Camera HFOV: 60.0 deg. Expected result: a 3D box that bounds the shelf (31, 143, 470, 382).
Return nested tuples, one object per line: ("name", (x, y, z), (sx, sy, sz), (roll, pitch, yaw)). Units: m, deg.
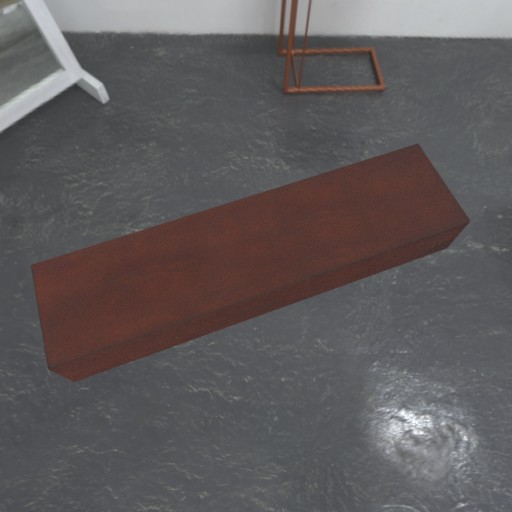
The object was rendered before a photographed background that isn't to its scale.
("shelf", (0.000, 0.000, 0.666), (0.607, 0.088, 0.152), (-19, 66, -9))
